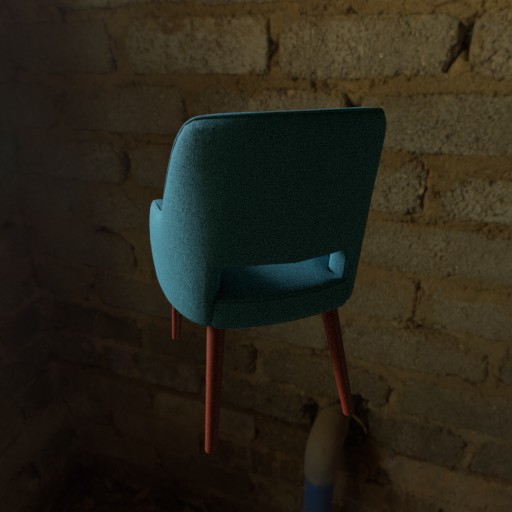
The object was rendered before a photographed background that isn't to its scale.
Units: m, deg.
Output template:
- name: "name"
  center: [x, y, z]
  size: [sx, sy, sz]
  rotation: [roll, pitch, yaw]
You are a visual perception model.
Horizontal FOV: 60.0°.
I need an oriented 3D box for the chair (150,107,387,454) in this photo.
- name: "chair"
  center: [0.000, 0.000, 1.242]
  size: [0.548, 0.849, 0.605]
  rotation: [-8, 26, -17]
